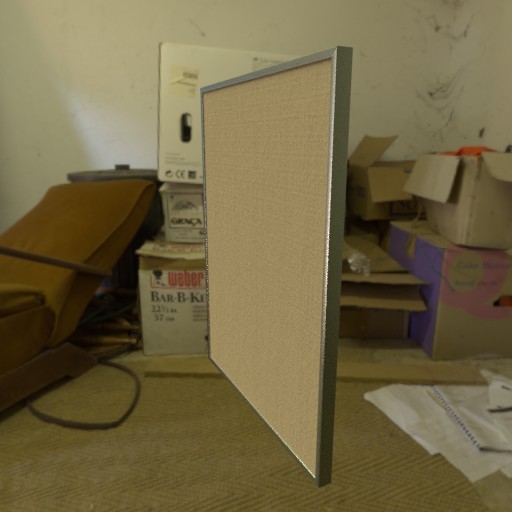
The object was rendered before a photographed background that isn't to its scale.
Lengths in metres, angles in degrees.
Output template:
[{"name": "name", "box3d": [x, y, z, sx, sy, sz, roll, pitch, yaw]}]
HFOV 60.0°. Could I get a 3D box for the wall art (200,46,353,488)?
[{"name": "wall art", "box3d": [0.000, 0.000, 1.380, 0.041, 1.062, 0.803, -7, 16, -26]}]
